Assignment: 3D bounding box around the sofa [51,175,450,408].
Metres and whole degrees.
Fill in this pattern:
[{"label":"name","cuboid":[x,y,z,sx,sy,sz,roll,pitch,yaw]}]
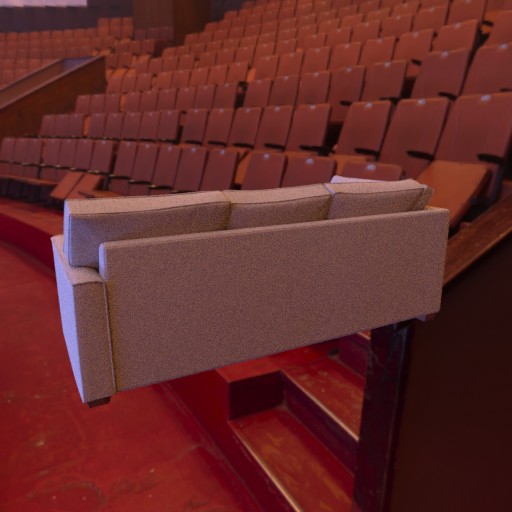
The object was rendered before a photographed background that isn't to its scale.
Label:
[{"label":"sofa","cuboid":[0.000,0.000,2.840,2.317,0.962,1.061,-8,17,-27]}]
